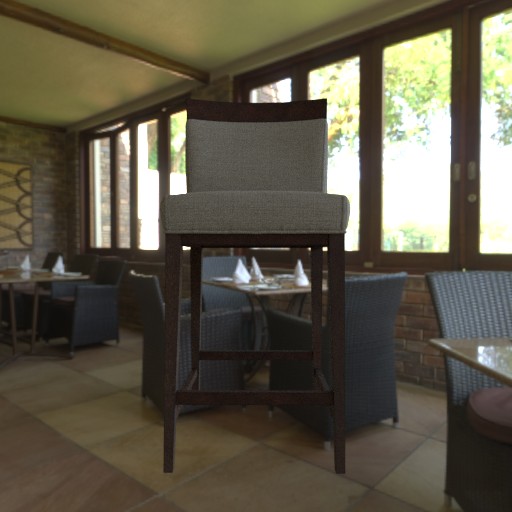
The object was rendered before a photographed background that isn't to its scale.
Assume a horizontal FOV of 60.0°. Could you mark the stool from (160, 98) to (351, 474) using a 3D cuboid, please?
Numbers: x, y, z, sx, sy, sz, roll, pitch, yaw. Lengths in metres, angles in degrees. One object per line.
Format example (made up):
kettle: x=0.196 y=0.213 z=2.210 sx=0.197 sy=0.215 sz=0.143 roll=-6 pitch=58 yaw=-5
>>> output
stool: x=0.000 y=0.000 z=1.397 sx=0.511 sy=1.117 sz=0.531 roll=0 pitch=2 yaw=1
